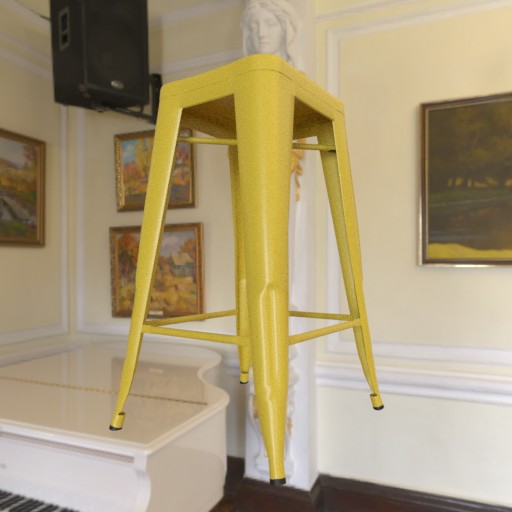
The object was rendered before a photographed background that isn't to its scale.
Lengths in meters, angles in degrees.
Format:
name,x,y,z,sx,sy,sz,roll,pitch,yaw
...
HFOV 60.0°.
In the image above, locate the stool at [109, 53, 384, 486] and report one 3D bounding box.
name,x,y,z,sx,sy,sz,roll,pitch,yaw
stool,0.000,0.000,0.837,0.359,0.609,0.399,-1,-1,35
